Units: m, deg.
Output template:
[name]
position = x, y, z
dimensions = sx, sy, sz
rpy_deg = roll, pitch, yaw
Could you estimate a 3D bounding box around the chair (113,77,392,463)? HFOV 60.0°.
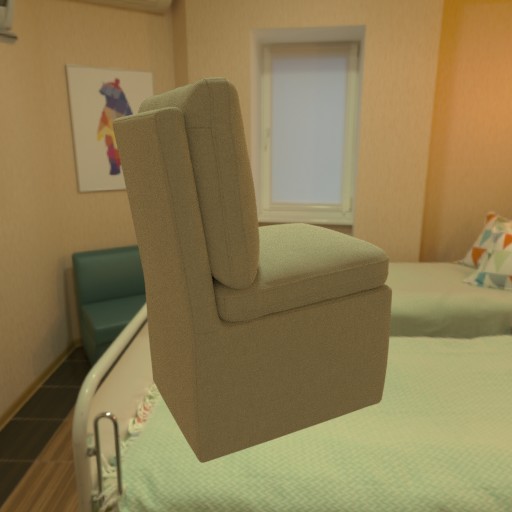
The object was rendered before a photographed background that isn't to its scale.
[chair]
position = 0.000, 0.000, 1.328
dimensions = 0.698, 0.927, 0.503
rpy_deg = -7, 16, -27
